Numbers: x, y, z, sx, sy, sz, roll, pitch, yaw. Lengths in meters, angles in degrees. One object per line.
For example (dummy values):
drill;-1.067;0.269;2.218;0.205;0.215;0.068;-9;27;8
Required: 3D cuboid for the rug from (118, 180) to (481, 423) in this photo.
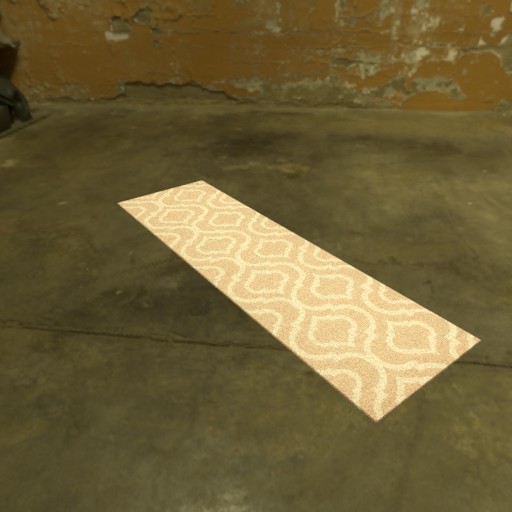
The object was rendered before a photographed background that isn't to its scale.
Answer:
rug;0.000;0.000;2.501;0.691;0.013;2.289;-22;38;-31
